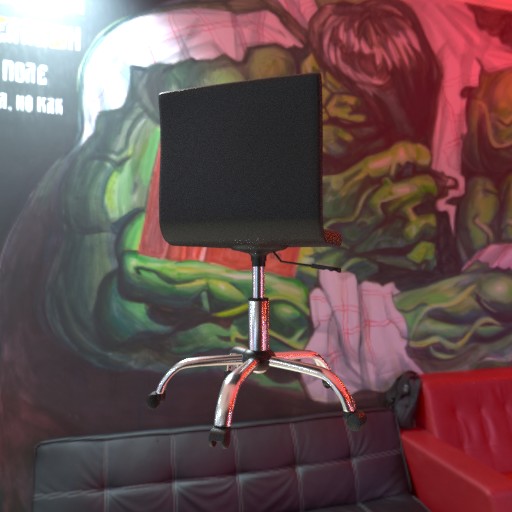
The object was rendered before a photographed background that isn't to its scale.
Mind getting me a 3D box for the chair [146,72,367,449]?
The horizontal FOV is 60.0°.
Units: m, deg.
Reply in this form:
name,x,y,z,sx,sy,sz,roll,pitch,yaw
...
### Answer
name,x,y,z,sx,sy,sz,roll,pitch,yaw
chair,0.000,0.000,1.135,0.556,0.780,0.530,0,-1,18
